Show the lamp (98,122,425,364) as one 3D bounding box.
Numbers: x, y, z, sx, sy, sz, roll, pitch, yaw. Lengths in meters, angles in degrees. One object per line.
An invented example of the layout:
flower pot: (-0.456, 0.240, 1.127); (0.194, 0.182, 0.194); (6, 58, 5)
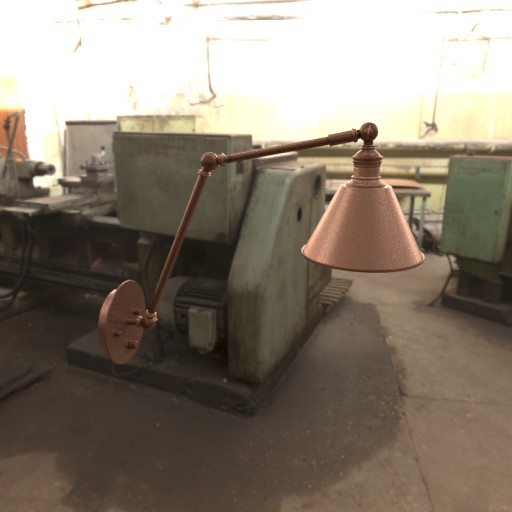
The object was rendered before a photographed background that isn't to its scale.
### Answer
lamp: (0.000, 0.000, 0.871); (0.624, 0.502, 0.223); (3, 16, 10)
